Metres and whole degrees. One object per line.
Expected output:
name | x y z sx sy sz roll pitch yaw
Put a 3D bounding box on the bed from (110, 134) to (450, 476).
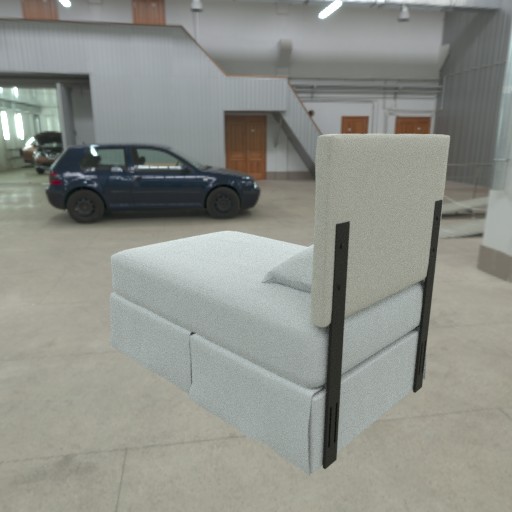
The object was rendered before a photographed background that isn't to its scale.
bed | 0.000 0.000 2.968 1.261 1.571 1.997 -15 21 -43
